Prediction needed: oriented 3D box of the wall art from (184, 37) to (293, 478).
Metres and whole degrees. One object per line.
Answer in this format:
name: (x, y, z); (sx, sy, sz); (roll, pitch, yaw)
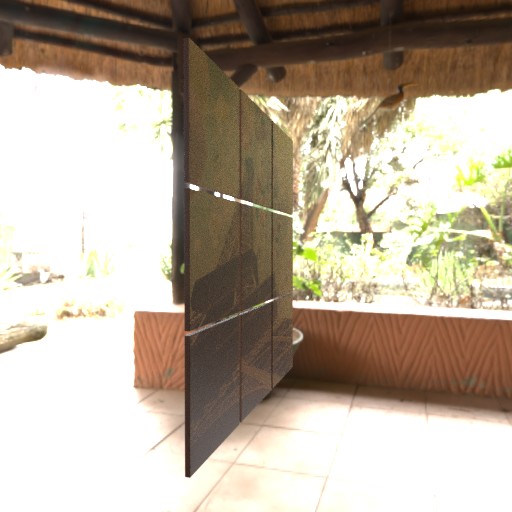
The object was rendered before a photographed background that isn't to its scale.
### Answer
wall art: (0.000, 0.000, 1.852); (0.017, 1.246, 1.256); (0, 1, 18)
